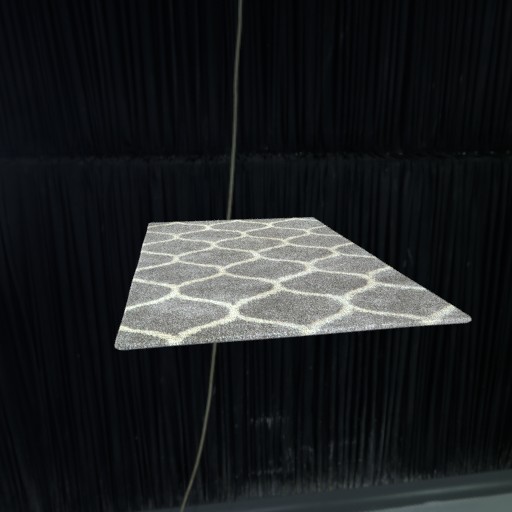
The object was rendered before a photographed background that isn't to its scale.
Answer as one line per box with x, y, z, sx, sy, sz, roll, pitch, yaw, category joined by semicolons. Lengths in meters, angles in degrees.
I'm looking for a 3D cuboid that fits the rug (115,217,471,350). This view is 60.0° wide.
0.000;0.000;2.908;1.501;0.025;2.348;-3;16;-10;rug
